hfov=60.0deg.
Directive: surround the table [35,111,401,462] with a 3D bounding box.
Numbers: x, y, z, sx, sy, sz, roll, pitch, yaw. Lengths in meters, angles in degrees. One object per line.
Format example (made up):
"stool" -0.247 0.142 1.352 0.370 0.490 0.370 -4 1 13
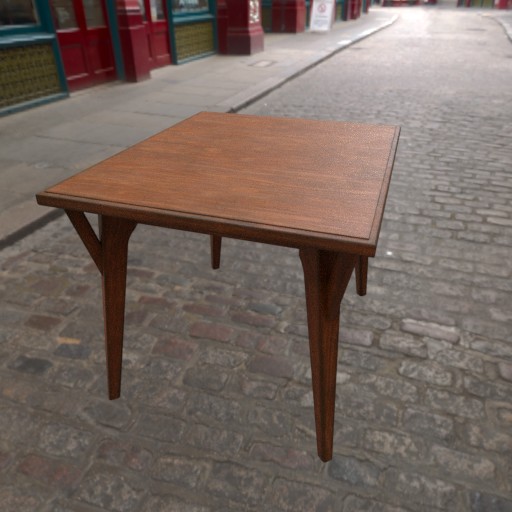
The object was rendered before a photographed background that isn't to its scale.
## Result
"table" 0.000 0.000 1.591 0.838 0.761 0.991 10 32 16
